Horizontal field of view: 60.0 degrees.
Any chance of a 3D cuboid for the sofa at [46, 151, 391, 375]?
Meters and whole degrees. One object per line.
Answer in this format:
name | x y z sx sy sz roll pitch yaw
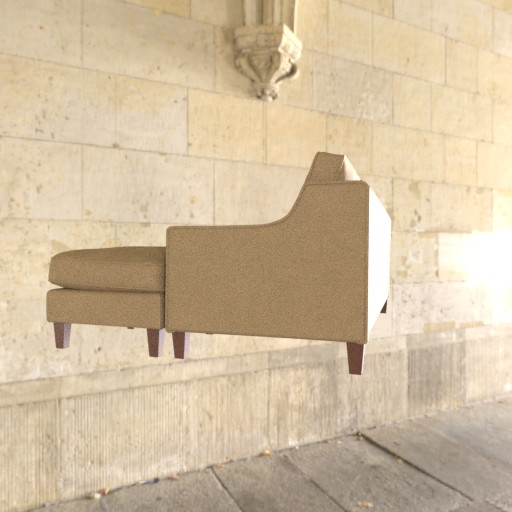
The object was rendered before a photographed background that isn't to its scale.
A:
sofa | 0.000 0.000 3.346 1.858 1.066 2.317 0 1 19
